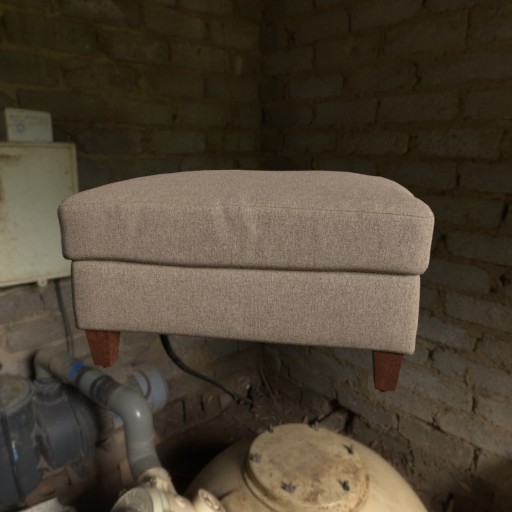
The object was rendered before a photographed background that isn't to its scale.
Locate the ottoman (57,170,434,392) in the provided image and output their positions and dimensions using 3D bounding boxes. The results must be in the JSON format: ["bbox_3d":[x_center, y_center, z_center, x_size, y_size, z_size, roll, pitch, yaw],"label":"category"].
[{"bbox_3d":[0.000,0.000,1.356,0.889,0.511,0.692,2,15,9],"label":"ottoman"}]
